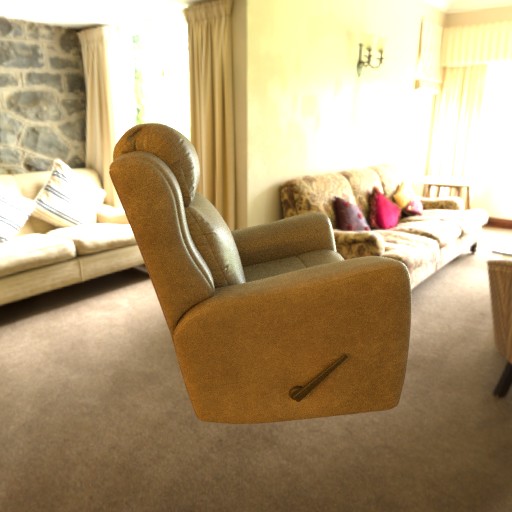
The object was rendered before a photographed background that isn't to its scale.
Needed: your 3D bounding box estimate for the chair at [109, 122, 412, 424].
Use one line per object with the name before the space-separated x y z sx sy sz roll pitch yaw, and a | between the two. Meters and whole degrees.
chair | 0.000 0.000 1.938 1.068 1.116 0.967 -3 17 -10
